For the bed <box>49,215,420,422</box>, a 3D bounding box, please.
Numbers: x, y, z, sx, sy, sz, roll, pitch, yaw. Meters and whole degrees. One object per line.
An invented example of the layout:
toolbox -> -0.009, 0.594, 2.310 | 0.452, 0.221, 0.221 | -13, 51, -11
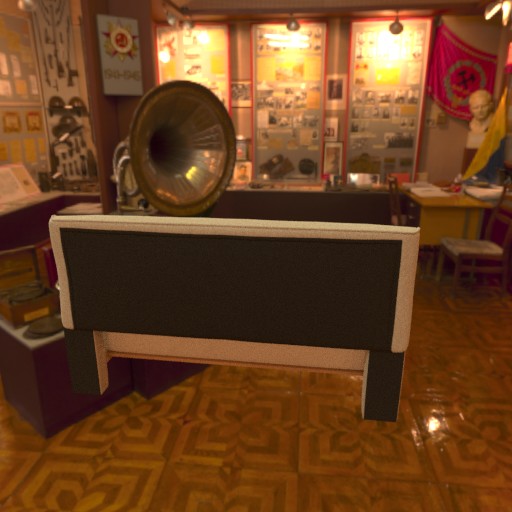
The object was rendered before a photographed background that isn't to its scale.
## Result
bed -> 0.000, 0.000, 3.561 | 1.980, 1.126, 2.498 | 3, 18, 8
